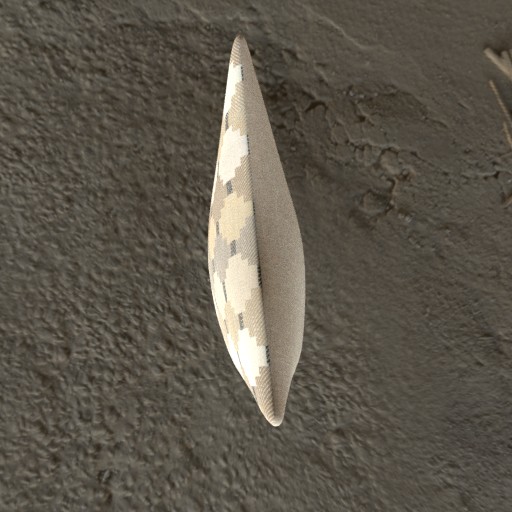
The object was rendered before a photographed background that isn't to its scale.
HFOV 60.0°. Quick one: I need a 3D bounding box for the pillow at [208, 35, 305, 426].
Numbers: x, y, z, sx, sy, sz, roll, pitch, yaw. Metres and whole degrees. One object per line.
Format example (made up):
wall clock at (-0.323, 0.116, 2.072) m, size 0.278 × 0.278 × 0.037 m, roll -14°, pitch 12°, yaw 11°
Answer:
pillow at (0.000, 0.000, 0.866) m, size 0.192 × 0.558 × 0.578 m, roll -5°, pitch 75°, yaw -1°
